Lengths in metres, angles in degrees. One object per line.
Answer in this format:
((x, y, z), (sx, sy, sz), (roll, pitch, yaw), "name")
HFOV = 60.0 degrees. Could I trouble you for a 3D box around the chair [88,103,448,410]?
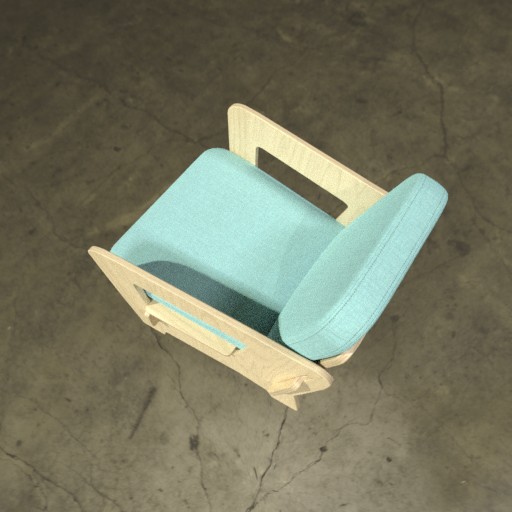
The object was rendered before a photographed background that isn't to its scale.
((0.000, 0.000, 1.239), (0.710, 0.800, 0.590), (32, 67, 15), "chair")
